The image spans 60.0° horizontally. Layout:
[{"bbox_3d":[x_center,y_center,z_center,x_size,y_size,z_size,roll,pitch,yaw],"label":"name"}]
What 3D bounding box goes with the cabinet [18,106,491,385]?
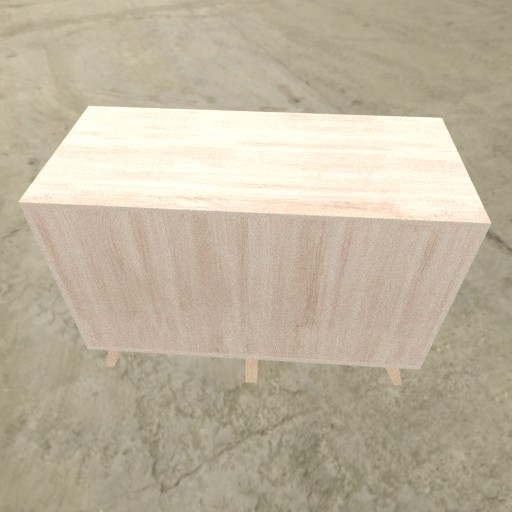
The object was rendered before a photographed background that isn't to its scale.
[{"bbox_3d":[0.000,0.000,1.488,1.110,0.780,0.500,3,45,3],"label":"cabinet"}]
